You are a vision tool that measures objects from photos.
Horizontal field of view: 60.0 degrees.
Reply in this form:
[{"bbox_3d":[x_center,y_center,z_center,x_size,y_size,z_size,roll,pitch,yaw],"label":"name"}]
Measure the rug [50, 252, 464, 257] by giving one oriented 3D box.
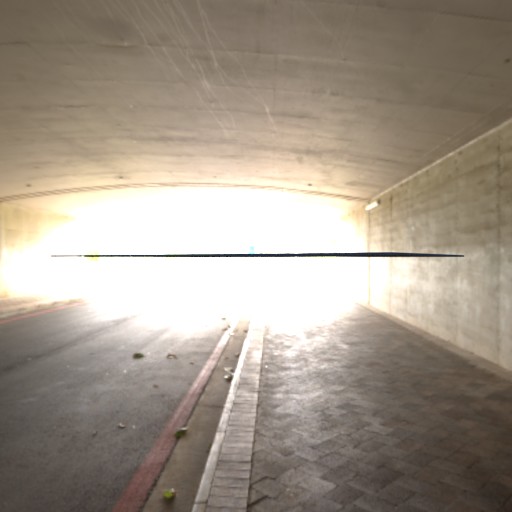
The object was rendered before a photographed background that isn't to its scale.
[{"bbox_3d":[0.000,0.000,2.342,1.829,0.010,1.219,0,0,34],"label":"rug"}]
